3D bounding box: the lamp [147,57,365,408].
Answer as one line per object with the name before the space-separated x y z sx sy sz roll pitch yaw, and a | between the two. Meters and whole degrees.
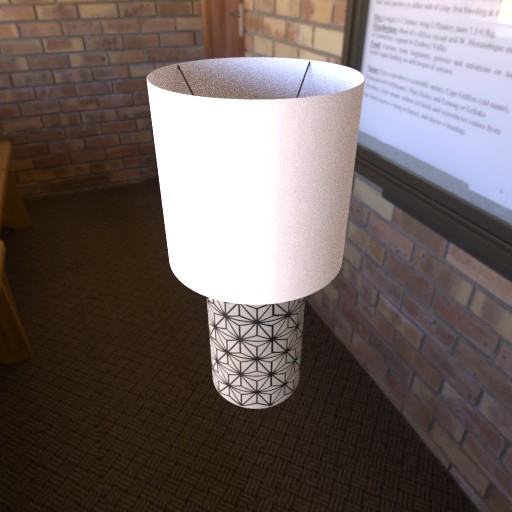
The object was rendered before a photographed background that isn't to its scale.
lamp | 0.000 0.000 0.539 0.206 0.416 0.206 21 38 29
